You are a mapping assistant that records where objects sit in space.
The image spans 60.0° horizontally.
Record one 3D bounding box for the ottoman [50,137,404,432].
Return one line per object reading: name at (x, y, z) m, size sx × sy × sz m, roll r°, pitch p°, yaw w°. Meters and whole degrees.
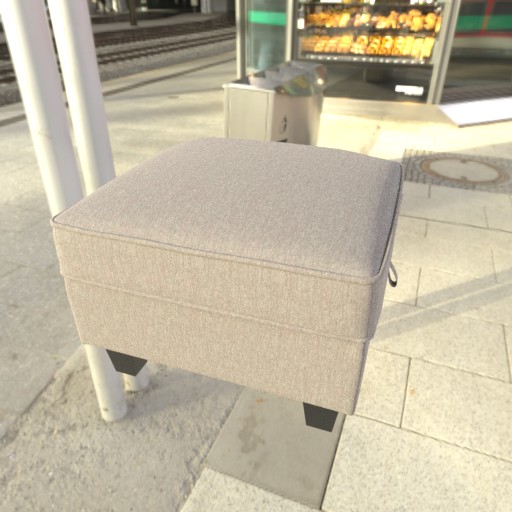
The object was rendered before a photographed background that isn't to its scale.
ottoman at (0.000, 0.000, 1.412) m, size 0.871 × 0.612 × 0.808 m, roll 10°, pitch 32°, yaw 17°
